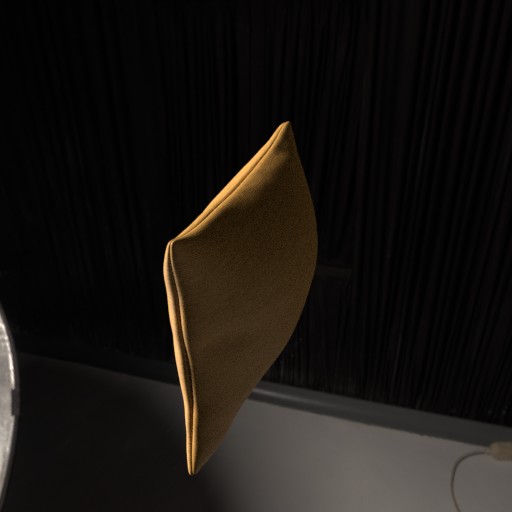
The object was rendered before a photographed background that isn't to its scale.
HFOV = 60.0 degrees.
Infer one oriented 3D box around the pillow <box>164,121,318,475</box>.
[{"bbox_3d":[0.000,0.000,0.785,0.210,0.354,0.634,7,29,12],"label":"pillow"}]
